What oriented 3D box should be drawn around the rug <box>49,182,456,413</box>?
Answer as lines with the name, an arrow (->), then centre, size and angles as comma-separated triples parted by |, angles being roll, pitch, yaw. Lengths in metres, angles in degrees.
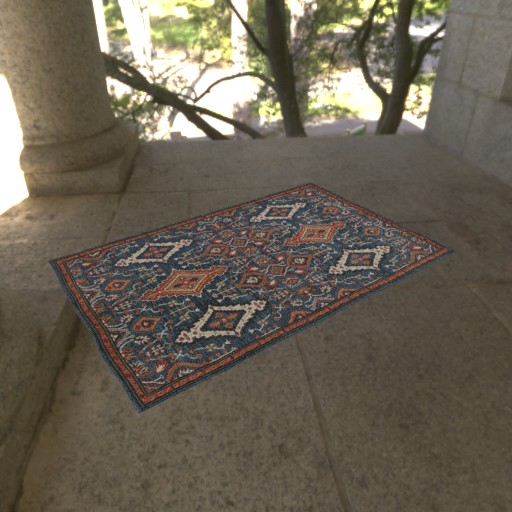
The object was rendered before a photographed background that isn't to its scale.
rug -> 0.000, 0.000, 4.314 | 3.371, 0.008, 2.190 | -21, 37, -30
